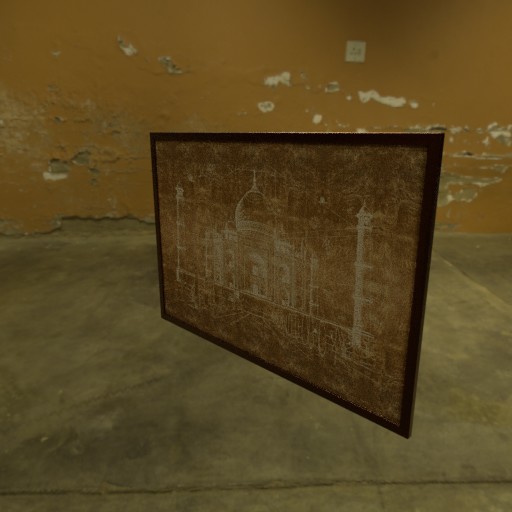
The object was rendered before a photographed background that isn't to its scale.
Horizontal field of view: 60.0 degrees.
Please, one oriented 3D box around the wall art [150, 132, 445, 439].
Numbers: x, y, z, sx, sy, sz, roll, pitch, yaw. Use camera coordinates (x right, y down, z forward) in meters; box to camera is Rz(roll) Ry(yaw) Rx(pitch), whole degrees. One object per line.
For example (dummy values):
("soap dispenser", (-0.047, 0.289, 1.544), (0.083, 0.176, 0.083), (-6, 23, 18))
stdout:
("wall art", (0.000, 0.000, 1.041), (0.816, 0.559, 0.014), (15, 21, 42))
